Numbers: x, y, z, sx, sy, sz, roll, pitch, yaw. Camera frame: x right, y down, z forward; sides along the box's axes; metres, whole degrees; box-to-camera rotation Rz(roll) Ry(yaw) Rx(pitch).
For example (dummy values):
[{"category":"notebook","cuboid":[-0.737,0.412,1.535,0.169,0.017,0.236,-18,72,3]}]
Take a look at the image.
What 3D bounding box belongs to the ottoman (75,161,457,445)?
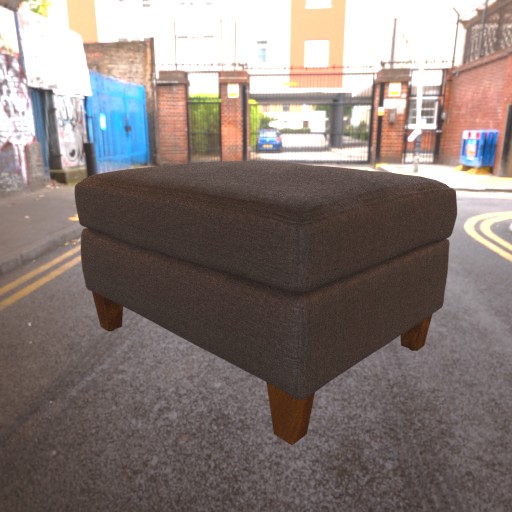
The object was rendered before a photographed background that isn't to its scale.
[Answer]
[{"category":"ottoman","cuboid":[0.000,0.000,1.199,0.826,0.496,0.639,15,21,42]}]
